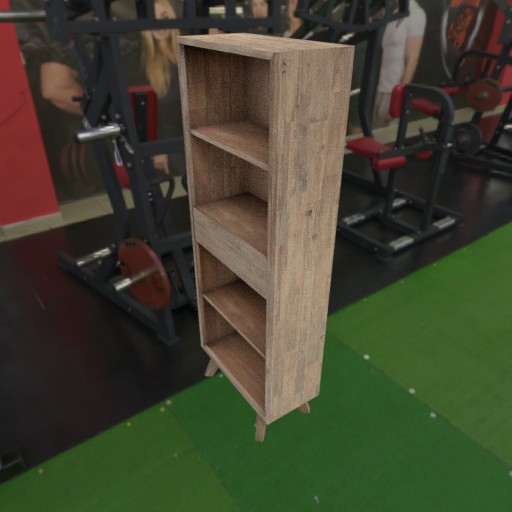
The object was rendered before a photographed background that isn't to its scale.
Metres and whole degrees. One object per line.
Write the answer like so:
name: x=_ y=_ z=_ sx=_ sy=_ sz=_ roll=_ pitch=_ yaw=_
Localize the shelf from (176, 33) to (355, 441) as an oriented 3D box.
shelf: x=0.000 y=0.000 z=1.531 sx=0.267 sy=1.342 sz=0.491 roll=-19 pitch=36 yaw=-29
